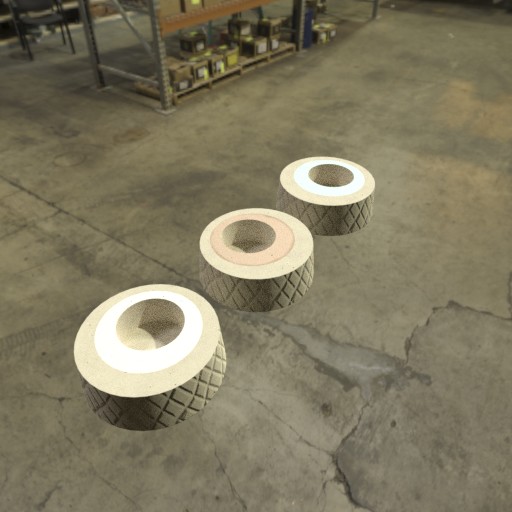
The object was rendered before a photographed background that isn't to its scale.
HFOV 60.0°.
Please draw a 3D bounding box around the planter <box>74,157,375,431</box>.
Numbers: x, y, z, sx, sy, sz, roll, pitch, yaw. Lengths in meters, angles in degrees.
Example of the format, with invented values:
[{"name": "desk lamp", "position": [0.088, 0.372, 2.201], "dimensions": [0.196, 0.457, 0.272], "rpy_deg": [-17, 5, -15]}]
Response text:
[{"name": "planter", "position": [0.000, 0.000, 0.430], "dimensions": [0.114, 0.038, 0.390], "rpy_deg": [25, 46, 26]}]
